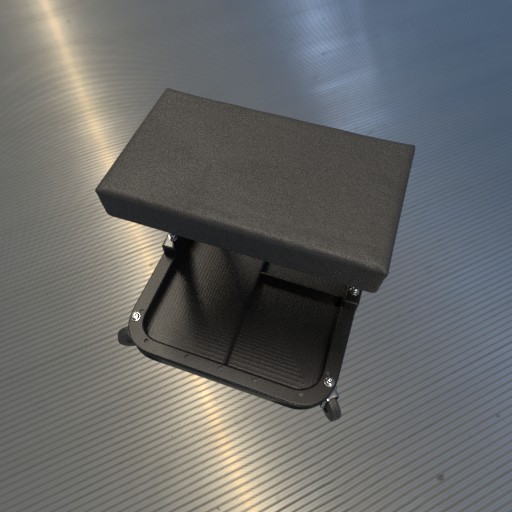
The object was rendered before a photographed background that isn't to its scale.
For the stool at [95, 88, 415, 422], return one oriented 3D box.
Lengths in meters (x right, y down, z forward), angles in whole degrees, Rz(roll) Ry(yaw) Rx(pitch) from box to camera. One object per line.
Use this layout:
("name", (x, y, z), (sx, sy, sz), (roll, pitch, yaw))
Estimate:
("stool", (0.000, 0.000, 0.719), (0.446, 0.380, 0.371), (16, 59, 10))
